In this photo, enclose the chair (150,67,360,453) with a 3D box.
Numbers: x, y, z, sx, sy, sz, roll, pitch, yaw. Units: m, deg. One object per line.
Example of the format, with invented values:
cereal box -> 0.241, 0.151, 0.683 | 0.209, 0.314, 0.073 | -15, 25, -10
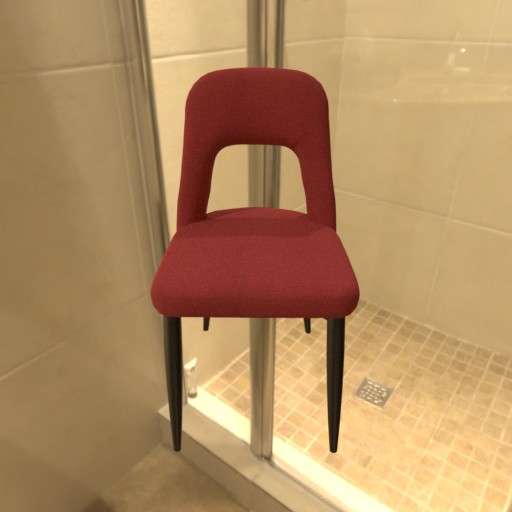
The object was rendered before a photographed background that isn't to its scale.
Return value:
chair -> 0.000, 0.000, 1.205 | 0.483, 0.892, 0.569 | 0, 29, 1
